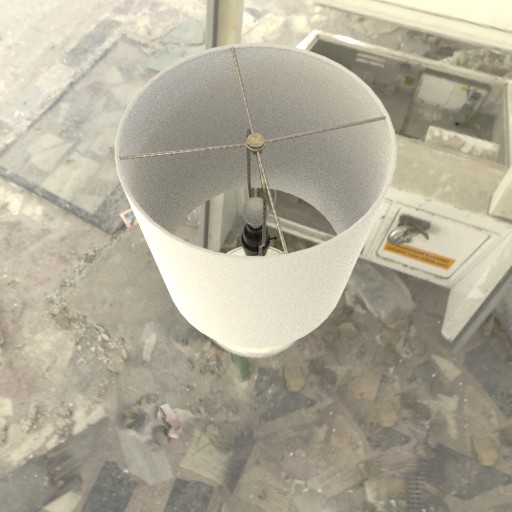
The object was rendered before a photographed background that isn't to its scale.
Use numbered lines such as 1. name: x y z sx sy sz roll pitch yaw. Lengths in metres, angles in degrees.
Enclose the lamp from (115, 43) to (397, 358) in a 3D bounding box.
1. lamp: 0.000 0.000 0.522 0.216 0.404 0.216 -38 69 -18
